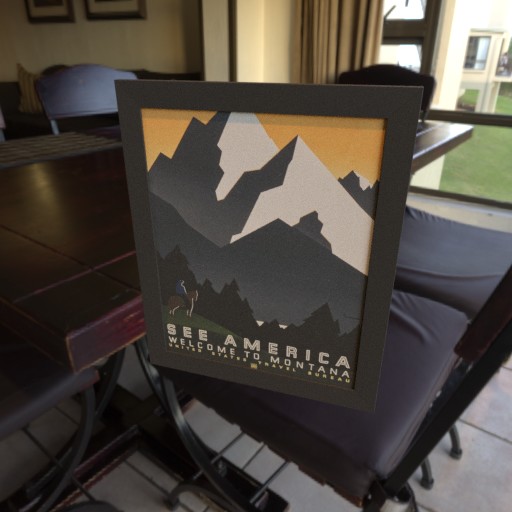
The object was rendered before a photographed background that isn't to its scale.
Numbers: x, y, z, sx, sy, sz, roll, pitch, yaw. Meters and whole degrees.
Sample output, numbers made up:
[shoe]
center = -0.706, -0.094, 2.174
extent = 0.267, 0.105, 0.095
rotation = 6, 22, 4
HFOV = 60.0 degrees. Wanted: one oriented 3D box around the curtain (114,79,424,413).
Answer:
[curtain]
center = 0.000, 0.000, 0.801
extent = 0.483, 0.585, 0.027
rotation = 8, 27, 16
